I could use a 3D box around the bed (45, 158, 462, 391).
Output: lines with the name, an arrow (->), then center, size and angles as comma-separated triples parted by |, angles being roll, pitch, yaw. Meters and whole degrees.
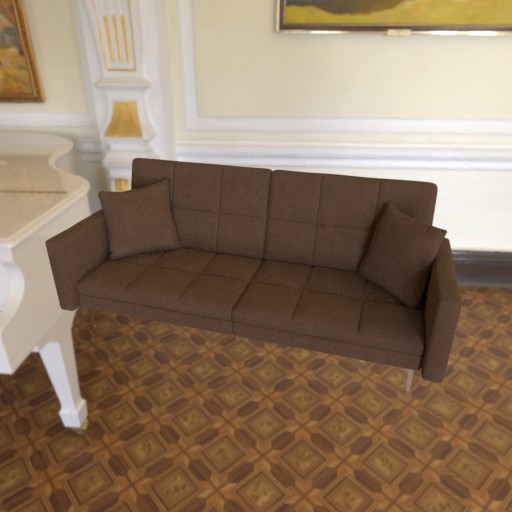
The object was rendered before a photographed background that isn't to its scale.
bed -> 0.000, 0.000, 2.359 | 1.905, 0.787, 0.889 | 8, 28, 15
